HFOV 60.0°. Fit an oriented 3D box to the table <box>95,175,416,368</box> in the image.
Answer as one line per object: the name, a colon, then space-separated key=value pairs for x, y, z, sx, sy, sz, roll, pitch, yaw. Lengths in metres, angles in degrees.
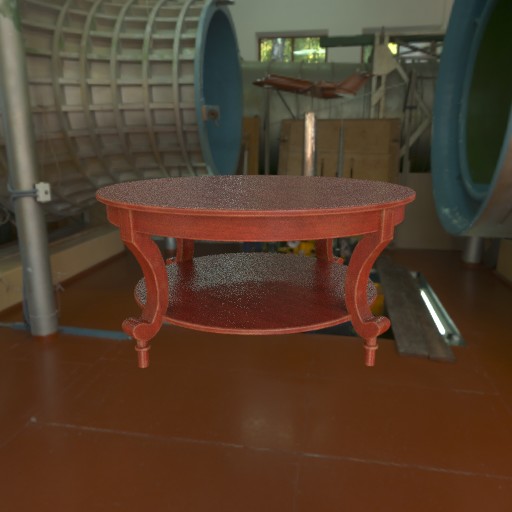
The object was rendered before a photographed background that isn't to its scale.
table: x=0.000 y=0.000 z=1.563 sx=1.029 sy=0.486 sz=1.029 roll=0 pitch=15 yaw=0
